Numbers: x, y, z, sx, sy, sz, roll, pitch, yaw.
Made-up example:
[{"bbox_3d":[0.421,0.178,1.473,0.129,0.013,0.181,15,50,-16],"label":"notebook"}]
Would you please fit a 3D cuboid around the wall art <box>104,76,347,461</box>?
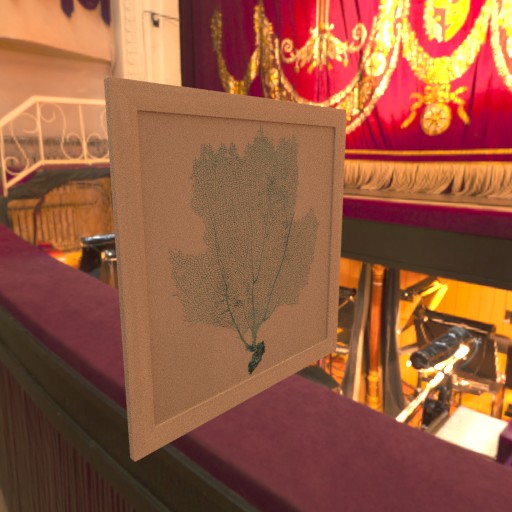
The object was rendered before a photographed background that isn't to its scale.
[{"bbox_3d":[0.000,0.000,0.862,0.013,0.584,0.584,12,17,42],"label":"wall art"}]
